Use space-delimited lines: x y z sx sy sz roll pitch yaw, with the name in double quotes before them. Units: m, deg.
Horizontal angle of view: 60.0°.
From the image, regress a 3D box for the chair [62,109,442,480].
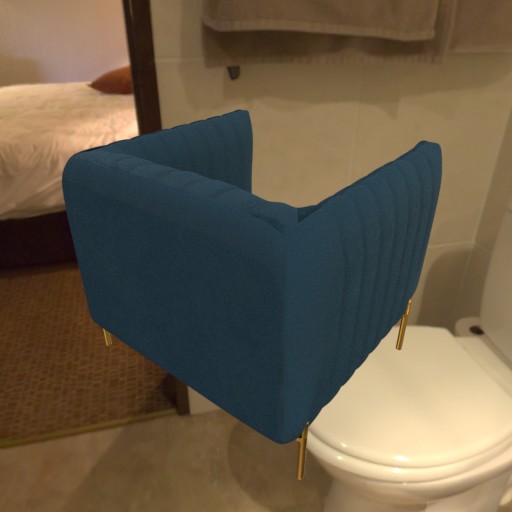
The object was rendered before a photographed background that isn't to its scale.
"chair" 0.000 0.000 1.551 0.947 0.793 0.877 22 36 33
